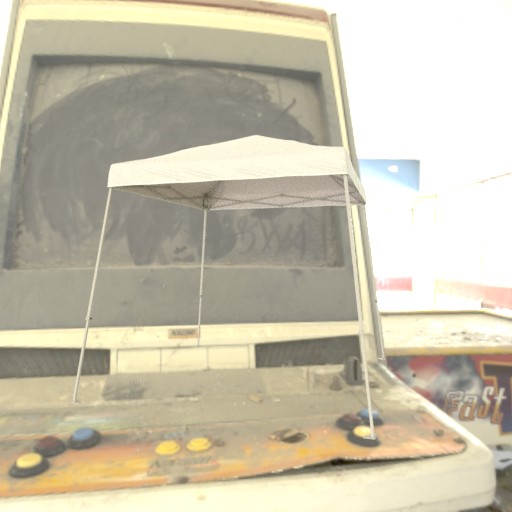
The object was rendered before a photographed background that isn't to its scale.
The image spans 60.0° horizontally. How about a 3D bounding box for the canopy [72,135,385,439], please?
[{"bbox_3d":[0.000,0.000,6.605,3.600,3.600,3.599,0,0,18],"label":"canopy"}]
